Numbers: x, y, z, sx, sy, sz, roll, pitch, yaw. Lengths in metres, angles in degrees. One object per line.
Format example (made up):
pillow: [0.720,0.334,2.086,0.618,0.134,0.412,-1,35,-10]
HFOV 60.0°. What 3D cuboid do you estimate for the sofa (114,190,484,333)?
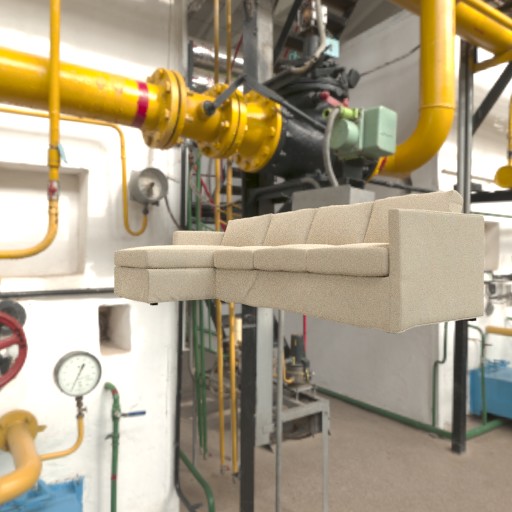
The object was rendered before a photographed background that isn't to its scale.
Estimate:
sofa: [0.000,0.000,3.897,1.650,0.922,3.205,0,0,-34]
